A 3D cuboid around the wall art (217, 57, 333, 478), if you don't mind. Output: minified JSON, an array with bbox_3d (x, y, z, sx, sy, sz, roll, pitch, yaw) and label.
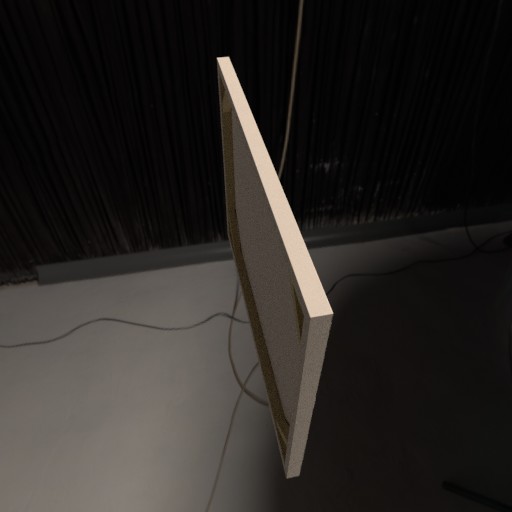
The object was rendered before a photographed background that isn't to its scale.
[{"bbox_3d":[0.000,0.000,1.318,0.038,0.762,1.016,-9,47,-8],"label":"wall art"}]
